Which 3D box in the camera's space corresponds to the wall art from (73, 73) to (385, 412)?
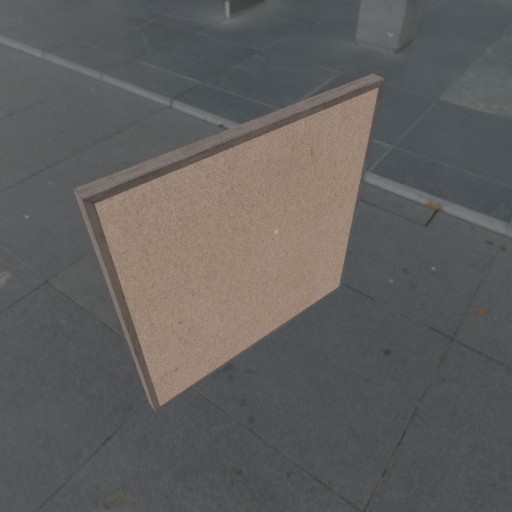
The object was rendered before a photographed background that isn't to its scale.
[{"bbox_3d":[0.000,0.000,1.178,0.762,0.762,0.038,-29,52,-26],"label":"wall art"}]
